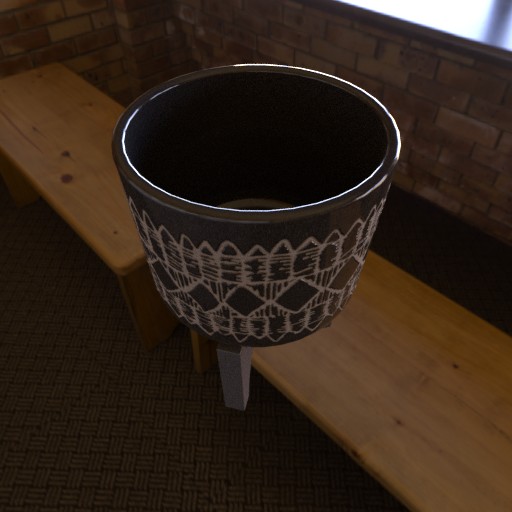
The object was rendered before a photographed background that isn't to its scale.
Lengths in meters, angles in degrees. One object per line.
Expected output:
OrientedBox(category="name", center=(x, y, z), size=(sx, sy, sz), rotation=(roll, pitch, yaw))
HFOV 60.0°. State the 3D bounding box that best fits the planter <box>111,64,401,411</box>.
OrientedBox(category="planter", center=(0.000, 0.000, 0.400), size=(0.196, 0.264, 0.196), rotation=(10, 47, 10))
